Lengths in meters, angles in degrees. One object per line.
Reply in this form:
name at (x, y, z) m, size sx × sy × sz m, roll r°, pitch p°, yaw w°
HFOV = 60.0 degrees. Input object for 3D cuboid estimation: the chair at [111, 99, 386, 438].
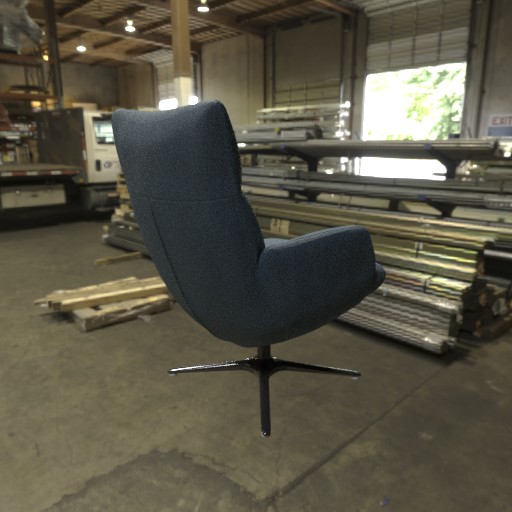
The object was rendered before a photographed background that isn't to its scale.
chair at (0.000, 0.000, 1.626) m, size 0.889 × 1.016 × 0.711 m, roll -14°, pitch 20°, yaw -42°
